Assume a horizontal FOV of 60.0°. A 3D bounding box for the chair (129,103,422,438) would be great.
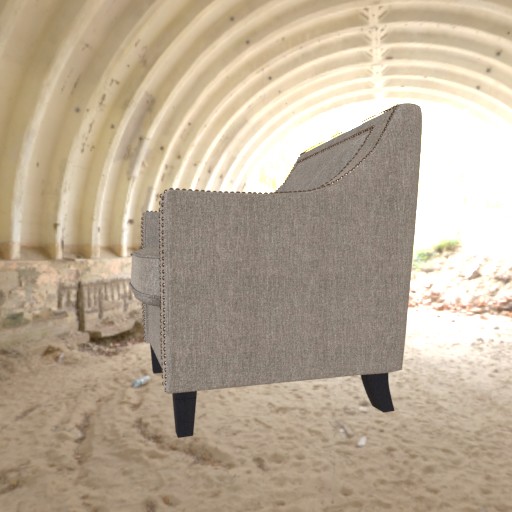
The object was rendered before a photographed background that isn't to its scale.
[{"bbox_3d":[0.000,0.000,1.619,0.884,0.967,0.776,0,1,-19],"label":"chair"}]
